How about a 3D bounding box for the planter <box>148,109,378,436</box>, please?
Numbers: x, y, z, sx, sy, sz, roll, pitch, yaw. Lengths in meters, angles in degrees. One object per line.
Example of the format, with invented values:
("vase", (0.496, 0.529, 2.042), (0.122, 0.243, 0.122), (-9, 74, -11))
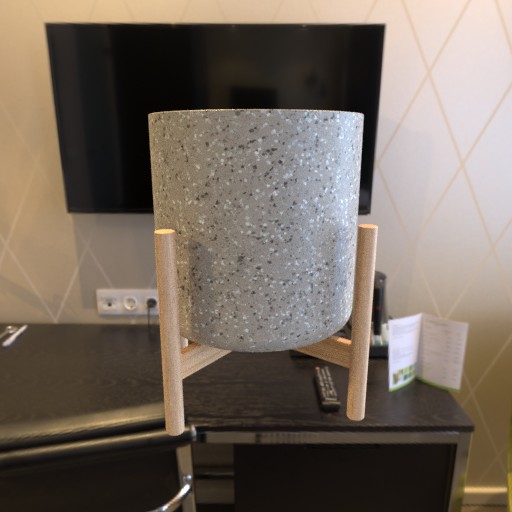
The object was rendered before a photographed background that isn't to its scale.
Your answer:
("planter", (0.000, 0.000, 0.694), (0.360, 0.419, 0.360), (-8, 17, -29))
